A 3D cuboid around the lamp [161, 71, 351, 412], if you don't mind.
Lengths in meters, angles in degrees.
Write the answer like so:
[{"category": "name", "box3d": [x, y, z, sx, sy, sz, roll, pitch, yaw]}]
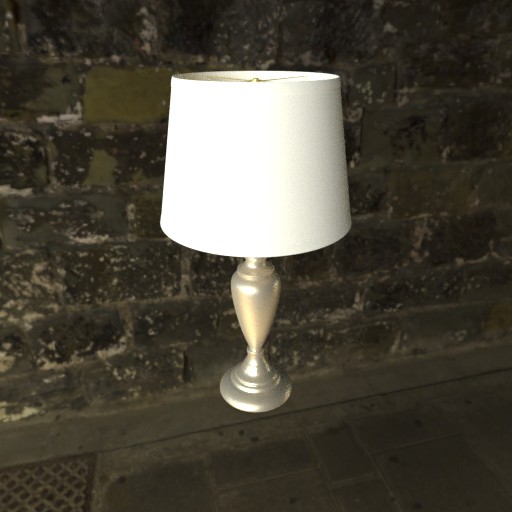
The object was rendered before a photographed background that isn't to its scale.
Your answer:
[{"category": "lamp", "box3d": [0.000, 0.000, 0.810, 0.328, 0.612, 0.328, 0, 26, 0]}]
